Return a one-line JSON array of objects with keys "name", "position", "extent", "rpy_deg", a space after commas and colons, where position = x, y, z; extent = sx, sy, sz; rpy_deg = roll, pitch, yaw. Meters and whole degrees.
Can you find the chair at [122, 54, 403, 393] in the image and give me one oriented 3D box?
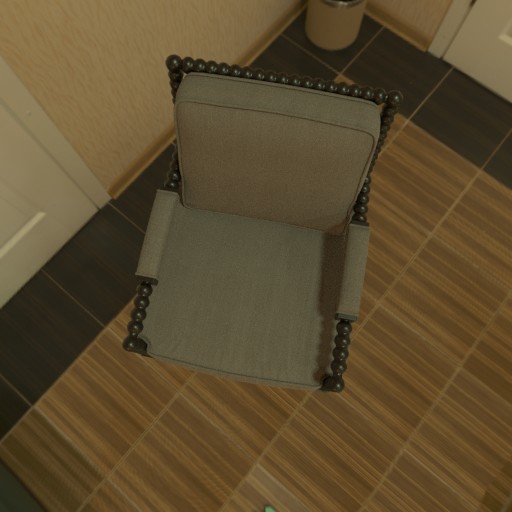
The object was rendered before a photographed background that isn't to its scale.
[{"name": "chair", "position": [0.000, 0.000, 1.134], "extent": [0.540, 0.661, 0.622], "rpy_deg": [10, 74, 3]}]
